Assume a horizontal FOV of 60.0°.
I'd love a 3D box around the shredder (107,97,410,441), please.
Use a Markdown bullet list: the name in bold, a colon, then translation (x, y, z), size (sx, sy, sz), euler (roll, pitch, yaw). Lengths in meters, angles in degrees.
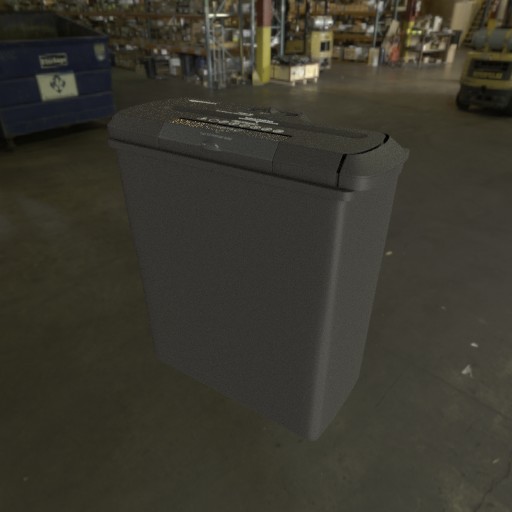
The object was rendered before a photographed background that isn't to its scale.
- **shredder**: translation (0.000, 0.000, 0.532), size (0.320, 0.335, 0.170), euler (19, 34, 30)
